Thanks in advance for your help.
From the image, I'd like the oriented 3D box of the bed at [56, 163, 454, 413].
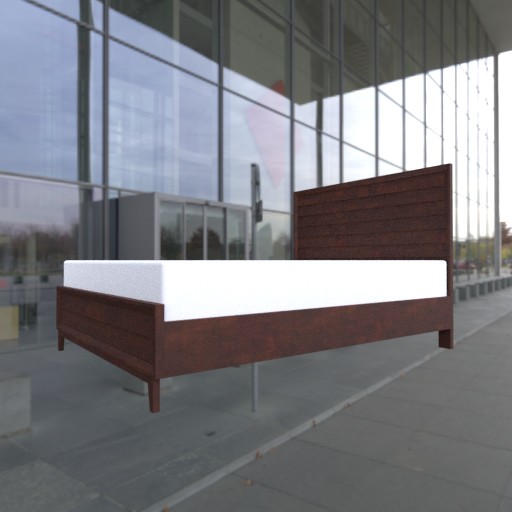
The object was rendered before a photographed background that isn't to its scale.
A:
[{"bbox_3d":[0.000,0.000,3.027,2.184,1.270,1.600,0,-1,-37],"label":"bed"}]
